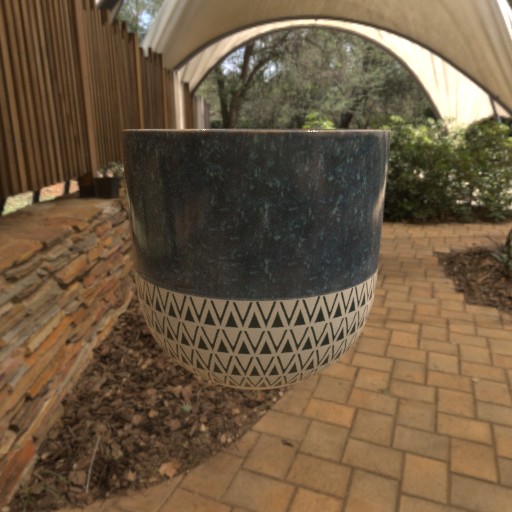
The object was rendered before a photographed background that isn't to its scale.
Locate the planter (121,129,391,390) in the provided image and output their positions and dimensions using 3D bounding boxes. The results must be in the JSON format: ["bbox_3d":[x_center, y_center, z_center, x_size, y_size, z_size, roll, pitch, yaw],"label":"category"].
[{"bbox_3d":[0.000,0.000,0.491,0.266,0.270,0.266,0,16,0],"label":"planter"}]
